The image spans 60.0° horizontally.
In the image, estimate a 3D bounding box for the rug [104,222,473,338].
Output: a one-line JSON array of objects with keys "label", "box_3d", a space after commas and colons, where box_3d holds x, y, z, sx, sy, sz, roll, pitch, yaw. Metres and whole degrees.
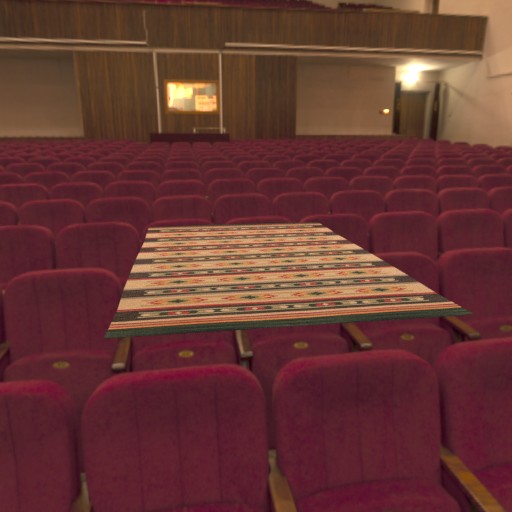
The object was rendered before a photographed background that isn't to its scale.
[{"label": "rug", "box_3d": [0.000, 0.000, 2.302, 1.221, 0.009, 1.825, -2, 15, -9]}]
